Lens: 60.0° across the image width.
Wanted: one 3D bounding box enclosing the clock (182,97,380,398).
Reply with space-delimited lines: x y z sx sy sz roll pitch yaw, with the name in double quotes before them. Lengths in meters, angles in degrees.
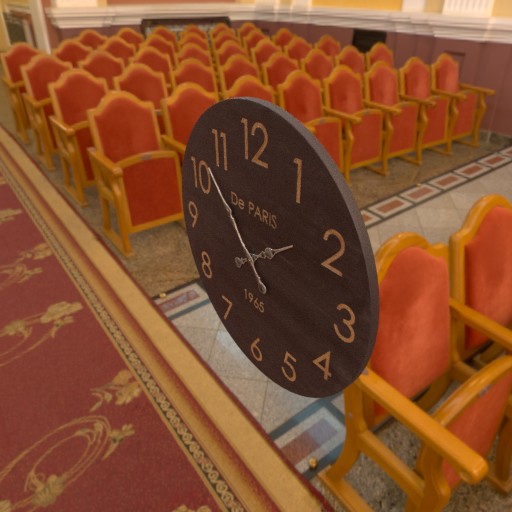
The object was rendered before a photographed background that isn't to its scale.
"clock" 0.000 0.000 0.879 0.029 0.595 0.595 -21 37 -30
